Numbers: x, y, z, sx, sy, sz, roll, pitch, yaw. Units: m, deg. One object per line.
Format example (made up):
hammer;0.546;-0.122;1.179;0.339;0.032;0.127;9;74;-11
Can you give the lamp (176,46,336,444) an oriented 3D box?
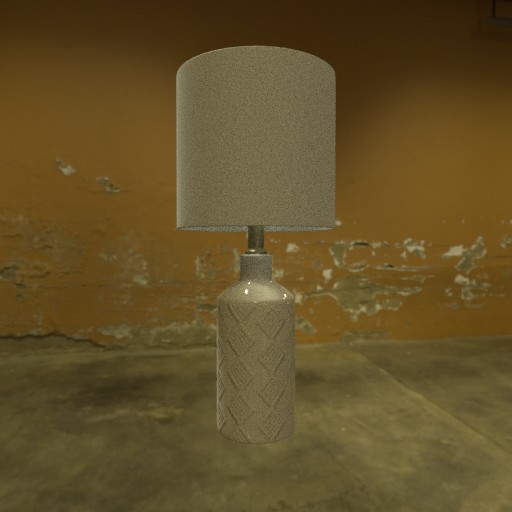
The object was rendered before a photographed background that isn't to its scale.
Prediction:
lamp;0.000;0.000;0.589;0.207;0.461;0.207;1;2;36
